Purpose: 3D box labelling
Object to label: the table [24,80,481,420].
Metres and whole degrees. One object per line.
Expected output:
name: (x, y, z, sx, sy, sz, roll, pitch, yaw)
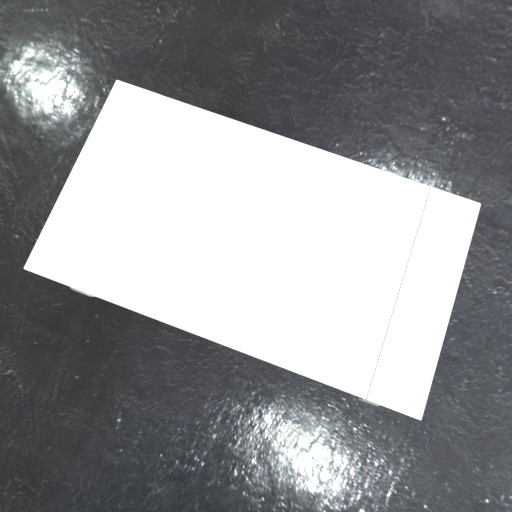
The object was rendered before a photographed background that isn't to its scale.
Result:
table: (0.000, 0.000, 1.403, 1.062, 0.495, 0.600, 20, 78, 4)
